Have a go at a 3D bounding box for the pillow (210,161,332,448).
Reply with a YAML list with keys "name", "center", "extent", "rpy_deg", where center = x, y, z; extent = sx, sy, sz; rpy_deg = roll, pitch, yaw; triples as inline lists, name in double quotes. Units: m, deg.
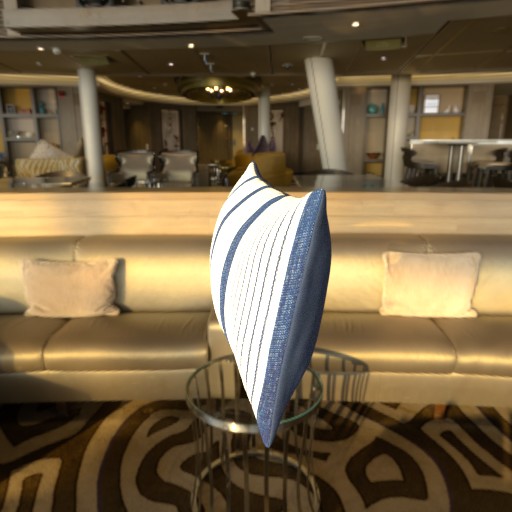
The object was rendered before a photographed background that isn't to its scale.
- name: "pillow"
  center: [0.000, 0.000, 0.753]
  extent: [0.156, 0.292, 0.608]
  rpy_deg: [-2, 14, -7]
